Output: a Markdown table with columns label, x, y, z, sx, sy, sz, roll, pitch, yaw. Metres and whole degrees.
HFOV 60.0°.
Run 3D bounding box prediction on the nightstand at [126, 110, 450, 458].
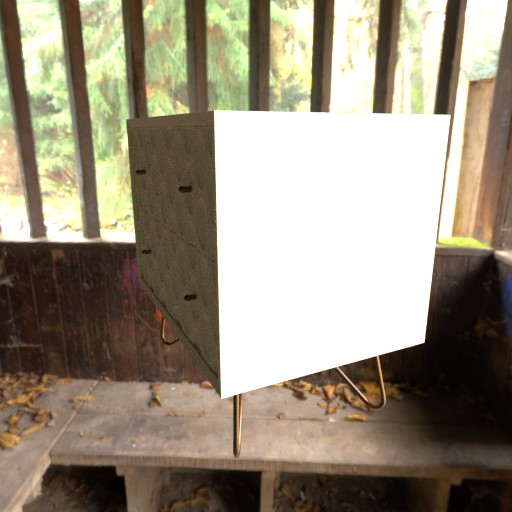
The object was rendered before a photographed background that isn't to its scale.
| label | x | y | z | sx | sy | sz | roll | pitch | yaw |
| --- | --- | --- | --- | --- | --- | --- | --- | --- | --- |
| nightstand | 0.000 | 0.000 | 1.013 | 0.447 | 0.604 | 0.614 | -8 | 18 | -25 |
